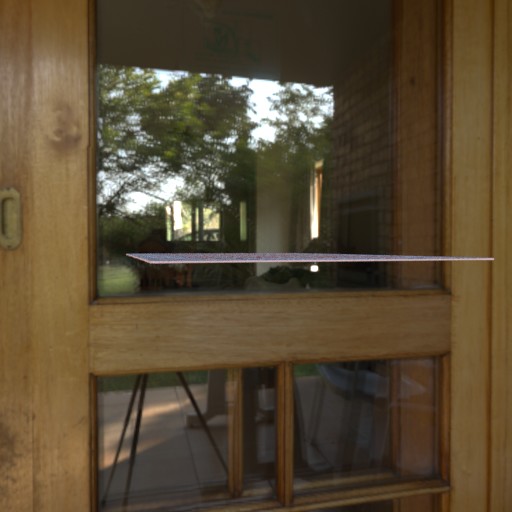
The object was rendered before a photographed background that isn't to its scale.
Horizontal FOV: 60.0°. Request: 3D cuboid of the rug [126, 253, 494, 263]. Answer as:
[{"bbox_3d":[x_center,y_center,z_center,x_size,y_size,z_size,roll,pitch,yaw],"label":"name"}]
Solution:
[{"bbox_3d":[0.000,0.000,2.277,1.219,0.009,1.829,0,1,-18],"label":"rug"}]
